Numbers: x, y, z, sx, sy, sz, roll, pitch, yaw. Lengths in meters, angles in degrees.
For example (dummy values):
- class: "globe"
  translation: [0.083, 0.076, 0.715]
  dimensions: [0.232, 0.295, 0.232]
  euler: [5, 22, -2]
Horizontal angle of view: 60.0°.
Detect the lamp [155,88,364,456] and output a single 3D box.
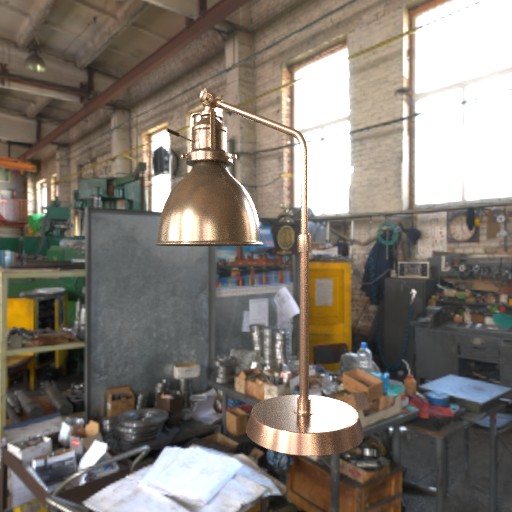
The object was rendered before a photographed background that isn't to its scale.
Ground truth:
- class: "lamp"
  translation: [0.000, 0.000, 0.600]
  dimensions: [0.286, 0.456, 0.153]
  euler: [0, 0, 17]
